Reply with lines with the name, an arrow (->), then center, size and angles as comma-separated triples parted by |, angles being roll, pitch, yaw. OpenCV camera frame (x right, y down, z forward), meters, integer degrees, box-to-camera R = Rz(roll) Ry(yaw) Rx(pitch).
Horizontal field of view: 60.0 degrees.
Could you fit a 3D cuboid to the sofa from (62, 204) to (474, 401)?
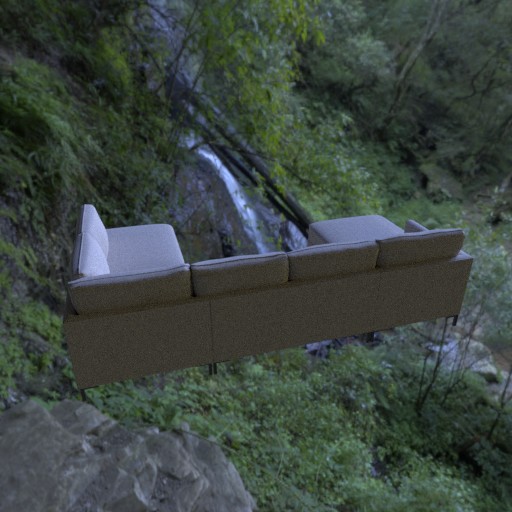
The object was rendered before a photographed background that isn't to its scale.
sofa -> 0.000, 0.000, 4.379 | 3.423, 0.996, 2.021 | -8, 28, -15
